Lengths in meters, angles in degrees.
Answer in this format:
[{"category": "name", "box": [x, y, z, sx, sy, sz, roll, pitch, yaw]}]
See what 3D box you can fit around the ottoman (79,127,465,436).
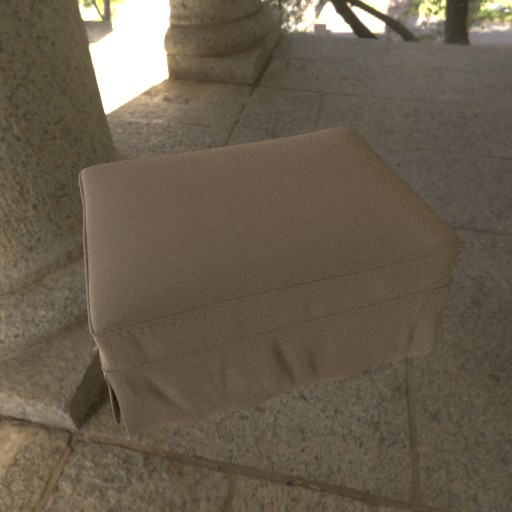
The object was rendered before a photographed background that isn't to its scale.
[{"category": "ottoman", "box": [0.000, 0.000, 1.331, 0.959, 0.482, 0.721, -12, 45, -13]}]
